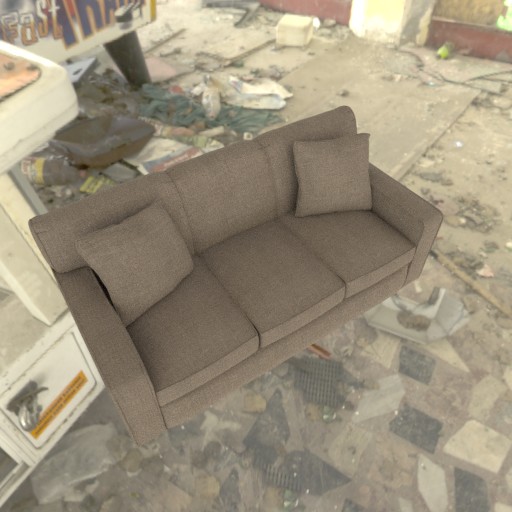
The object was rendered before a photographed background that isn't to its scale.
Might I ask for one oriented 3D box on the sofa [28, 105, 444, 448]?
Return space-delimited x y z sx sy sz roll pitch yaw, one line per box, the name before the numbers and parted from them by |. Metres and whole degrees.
sofa | 0.000 0.000 2.535 2.024 0.958 0.997 -26 51 -23
